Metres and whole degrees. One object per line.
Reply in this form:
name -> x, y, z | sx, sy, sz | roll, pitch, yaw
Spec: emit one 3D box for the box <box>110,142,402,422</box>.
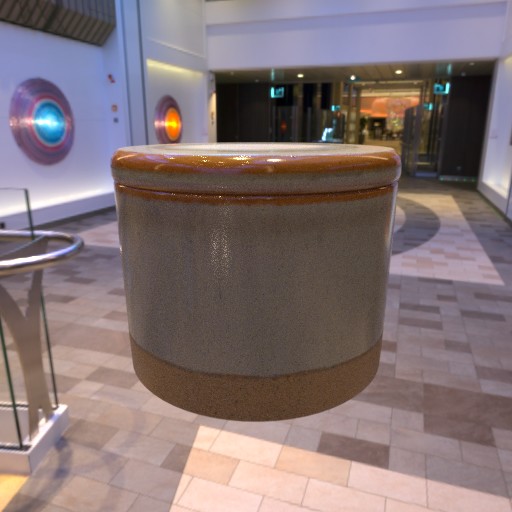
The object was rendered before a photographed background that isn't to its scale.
box -> 0.000, 0.000, 0.208 | 0.123, 0.100, 0.123 | 0, 16, 0
